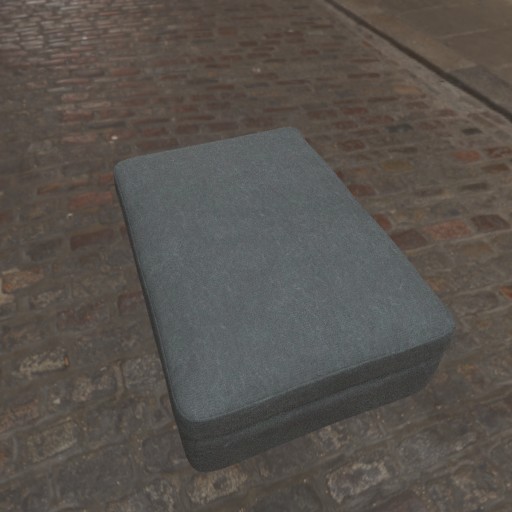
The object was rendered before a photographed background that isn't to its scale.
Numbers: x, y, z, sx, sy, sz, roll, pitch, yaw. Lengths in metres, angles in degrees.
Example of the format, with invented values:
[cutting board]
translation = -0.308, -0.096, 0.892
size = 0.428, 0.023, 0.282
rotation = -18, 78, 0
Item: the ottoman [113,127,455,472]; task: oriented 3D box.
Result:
[ottoman]
translation = 0.000, 0.000, 1.616
size = 0.840, 0.429, 1.199
rotation = -15, 48, -14
